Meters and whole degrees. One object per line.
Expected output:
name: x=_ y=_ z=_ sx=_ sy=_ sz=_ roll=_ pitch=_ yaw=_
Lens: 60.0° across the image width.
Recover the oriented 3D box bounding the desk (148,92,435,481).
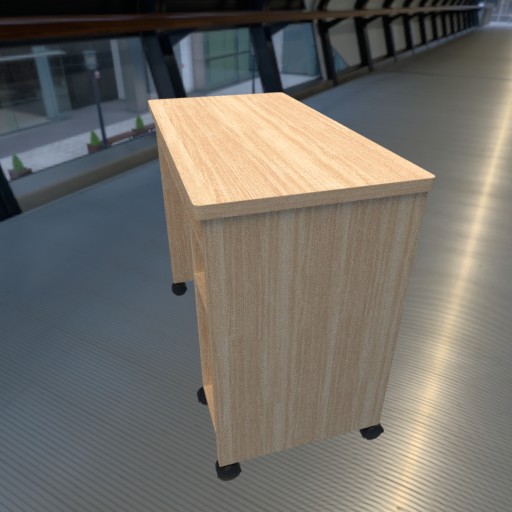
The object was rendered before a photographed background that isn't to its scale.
desk: x=0.000 y=0.000 z=1.346 sx=0.480 sy=0.770 sz=0.884 roll=-9 pitch=32 yaw=-14
